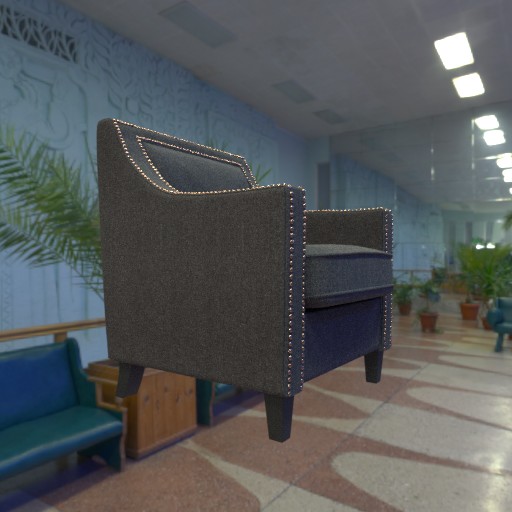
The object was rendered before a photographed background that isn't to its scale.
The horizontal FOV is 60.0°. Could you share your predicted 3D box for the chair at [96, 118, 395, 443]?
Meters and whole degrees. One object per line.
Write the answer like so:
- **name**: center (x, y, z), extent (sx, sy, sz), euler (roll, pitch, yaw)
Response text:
- **chair**: center (0.000, 0.000, 1.623), extent (0.884, 0.967, 0.776), euler (0, 0, 36)
